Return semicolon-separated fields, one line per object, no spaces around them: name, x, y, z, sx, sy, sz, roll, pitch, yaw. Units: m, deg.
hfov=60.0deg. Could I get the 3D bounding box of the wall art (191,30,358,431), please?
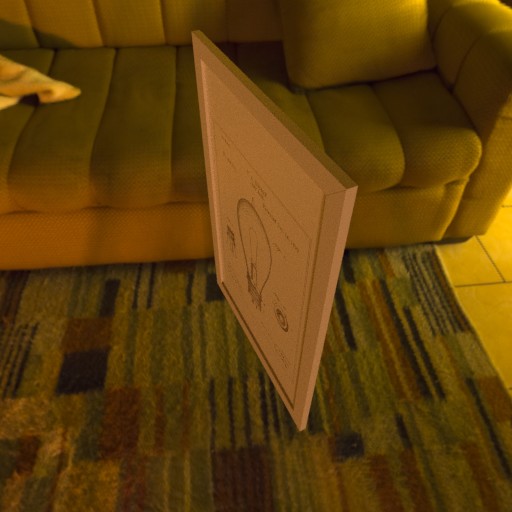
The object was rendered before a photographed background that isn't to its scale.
wall art;0.000;0.000;0.603;0.010;0.474;0.325;-20;51;-17
